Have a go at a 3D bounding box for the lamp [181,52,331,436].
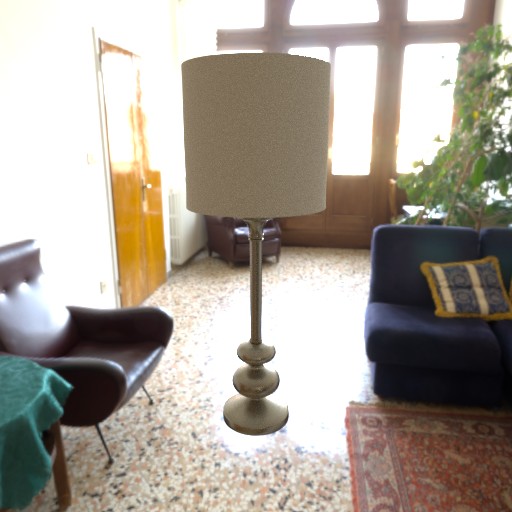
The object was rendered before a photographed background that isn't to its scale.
[{"bbox_3d":[0.000,0.000,0.839,0.254,0.690,0.254,-7,16,-26],"label":"lamp"}]
